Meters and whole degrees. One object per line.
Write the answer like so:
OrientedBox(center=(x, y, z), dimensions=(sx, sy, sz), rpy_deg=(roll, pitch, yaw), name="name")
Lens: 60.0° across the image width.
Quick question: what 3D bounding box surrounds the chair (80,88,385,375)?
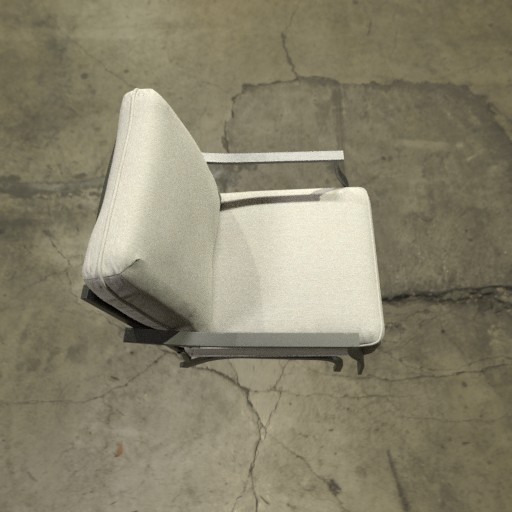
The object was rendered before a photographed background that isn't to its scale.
OrientedBox(center=(0.000, 0.000, 1.408), dimensions=(0.787, 0.860, 0.650), rpy_deg=(1, 63, 1), name="chair")
